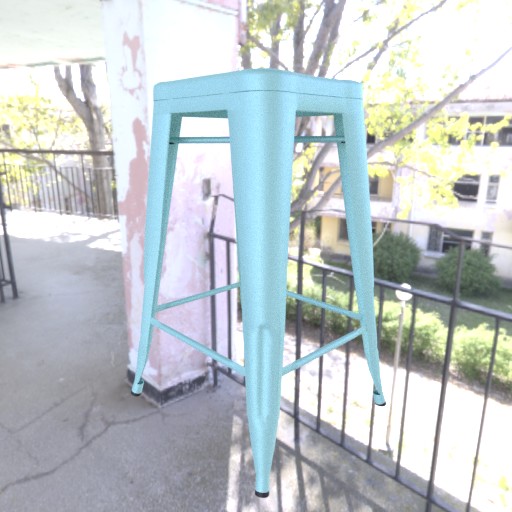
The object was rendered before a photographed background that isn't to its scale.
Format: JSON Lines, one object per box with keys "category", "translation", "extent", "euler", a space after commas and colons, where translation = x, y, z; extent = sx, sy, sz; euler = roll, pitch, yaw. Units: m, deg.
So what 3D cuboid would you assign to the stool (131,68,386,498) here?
{"category": "stool", "translation": [0.000, 0.000, 0.831], "extent": [0.359, 0.609, 0.399], "euler": [-14, 21, -42]}
